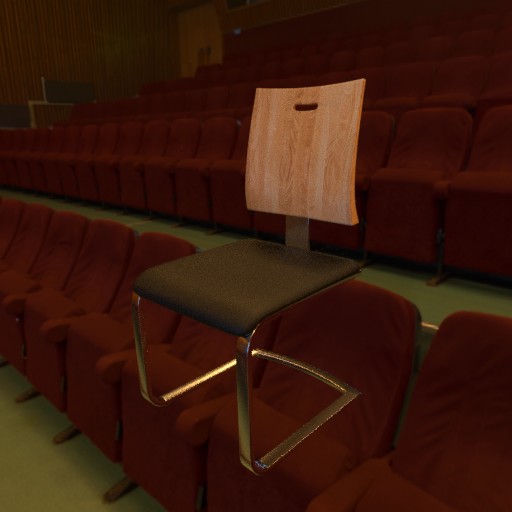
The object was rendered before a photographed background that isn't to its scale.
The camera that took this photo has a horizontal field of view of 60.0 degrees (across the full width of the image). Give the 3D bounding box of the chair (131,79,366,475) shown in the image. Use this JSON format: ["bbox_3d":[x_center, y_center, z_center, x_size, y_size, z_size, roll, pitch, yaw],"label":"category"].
[{"bbox_3d":[0.000,0.000,1.245,0.462,0.936,0.560,14,21,41],"label":"chair"}]
